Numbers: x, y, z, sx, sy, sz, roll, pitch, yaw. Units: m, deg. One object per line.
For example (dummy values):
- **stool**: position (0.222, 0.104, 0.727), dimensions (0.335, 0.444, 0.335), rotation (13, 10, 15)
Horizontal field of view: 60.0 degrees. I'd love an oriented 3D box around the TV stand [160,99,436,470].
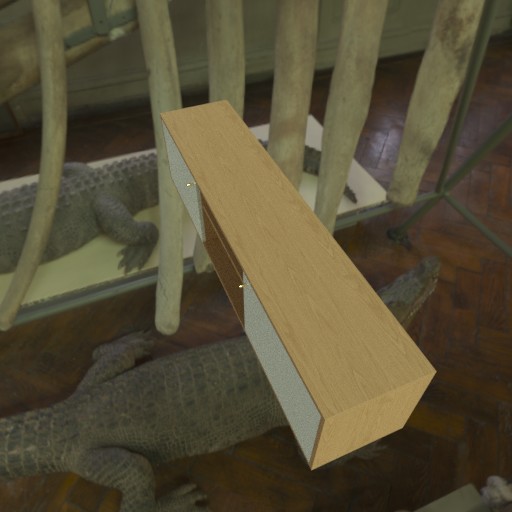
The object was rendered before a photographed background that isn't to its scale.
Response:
- **TV stand**: position (0.000, 0.000, 2.006), dimensions (0.400, 0.580, 1.760), rotation (-17, 49, -15)
